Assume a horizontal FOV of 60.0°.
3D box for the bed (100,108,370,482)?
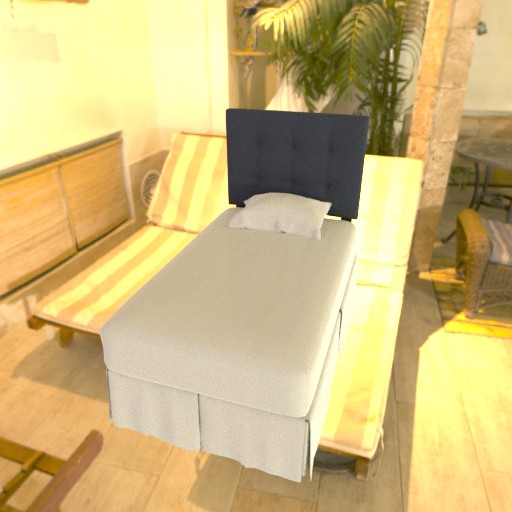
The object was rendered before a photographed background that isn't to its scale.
[{"bbox_3d":[0.000,0.000,2.980,1.261,1.571,1.997,9,29,16],"label":"bed"}]
